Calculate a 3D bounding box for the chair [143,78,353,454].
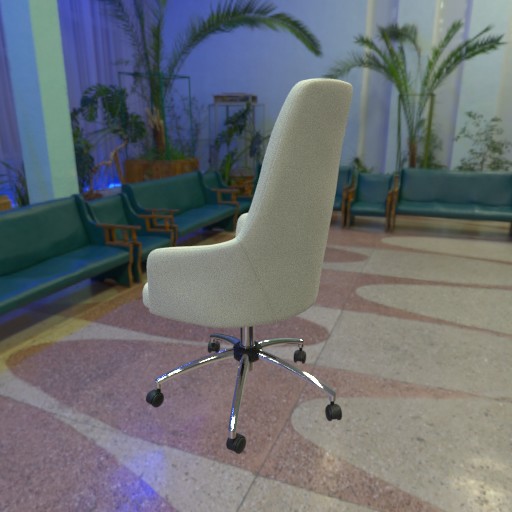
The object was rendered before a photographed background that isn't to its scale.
[{"bbox_3d":[0.000,0.000,1.451,0.640,1.049,0.620,8,19,24],"label":"chair"}]
